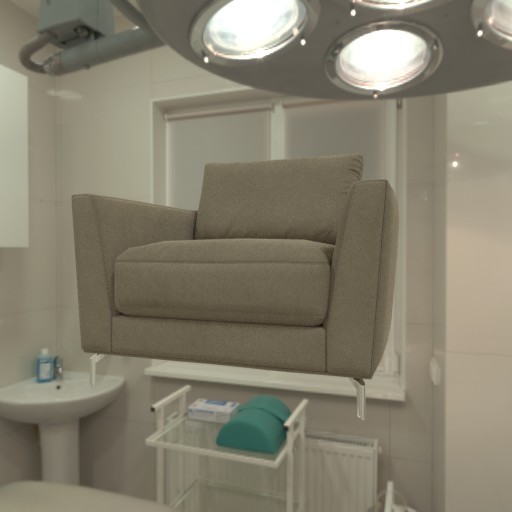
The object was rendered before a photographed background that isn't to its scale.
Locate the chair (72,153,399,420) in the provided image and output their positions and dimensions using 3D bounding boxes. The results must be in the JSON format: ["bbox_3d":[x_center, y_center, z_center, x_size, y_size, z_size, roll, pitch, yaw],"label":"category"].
[{"bbox_3d":[0.000,0.000,1.704,1.041,0.864,0.889,0,1,19],"label":"chair"}]
